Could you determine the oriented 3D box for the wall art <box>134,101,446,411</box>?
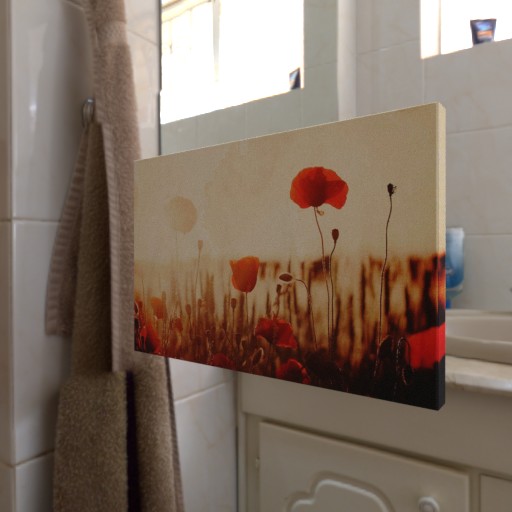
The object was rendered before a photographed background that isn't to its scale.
[{"bbox_3d":[0.000,0.000,0.770,0.613,0.402,0.040,0,0,36],"label":"wall art"}]
